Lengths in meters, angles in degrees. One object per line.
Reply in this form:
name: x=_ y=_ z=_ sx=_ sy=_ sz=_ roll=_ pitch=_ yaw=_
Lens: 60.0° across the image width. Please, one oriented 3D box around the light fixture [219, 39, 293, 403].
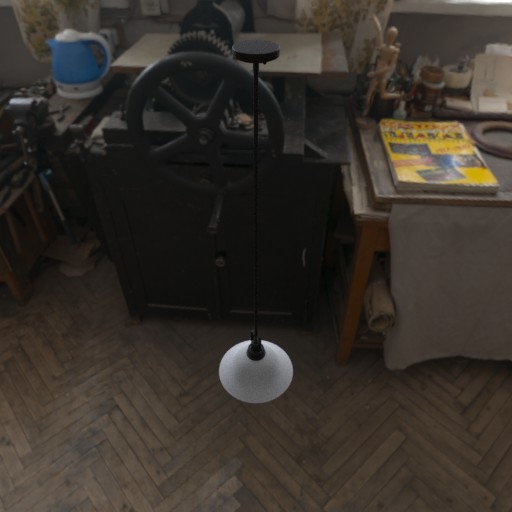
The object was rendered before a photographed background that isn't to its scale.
light fixture: x=0.000 y=0.000 z=1.502 sx=0.324 sy=1.337 sz=0.324 roll=-26 pitch=48 yaw=-26
